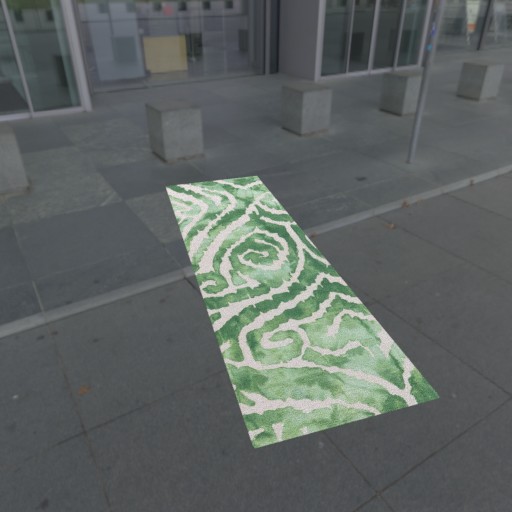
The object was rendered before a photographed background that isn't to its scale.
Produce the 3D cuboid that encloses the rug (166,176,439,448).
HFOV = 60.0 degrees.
[{"bbox_3d":[0.000,0.000,2.632,0.761,0.006,2.438,-9,33,-14],"label":"rug"}]
